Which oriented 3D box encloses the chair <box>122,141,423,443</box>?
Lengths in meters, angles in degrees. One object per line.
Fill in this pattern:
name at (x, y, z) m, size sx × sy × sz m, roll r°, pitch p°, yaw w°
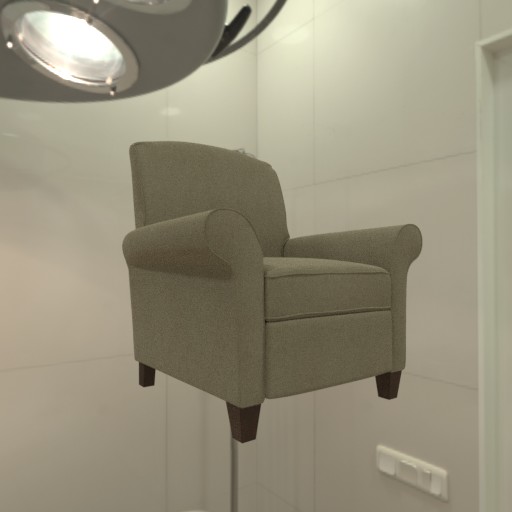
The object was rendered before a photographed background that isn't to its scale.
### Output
chair at (0.000, 0.000, 1.781) m, size 0.978 × 1.061 × 0.905 m, roll 1°, pitch -1°, yaw -37°
